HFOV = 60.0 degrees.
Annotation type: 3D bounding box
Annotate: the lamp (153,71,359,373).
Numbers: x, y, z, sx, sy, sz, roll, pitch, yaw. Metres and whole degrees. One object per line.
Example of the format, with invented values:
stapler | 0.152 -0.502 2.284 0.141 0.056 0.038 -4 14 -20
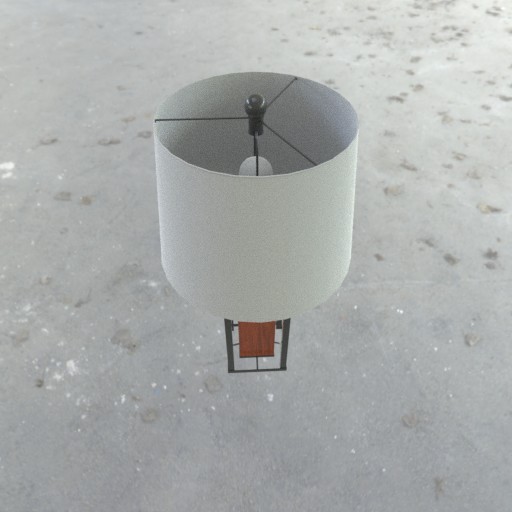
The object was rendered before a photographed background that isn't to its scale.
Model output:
lamp | 0.000 0.000 0.774 0.320 0.591 0.320 0 46 0
